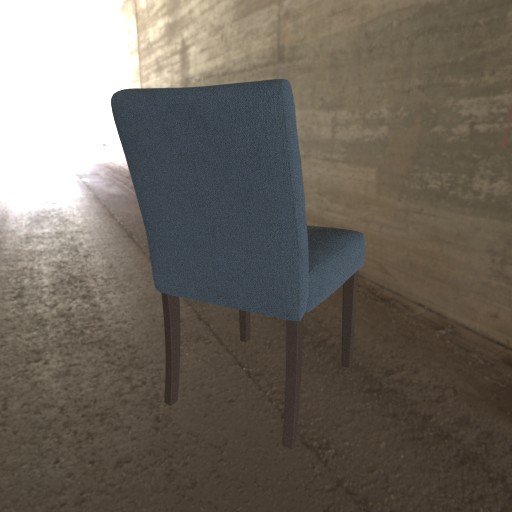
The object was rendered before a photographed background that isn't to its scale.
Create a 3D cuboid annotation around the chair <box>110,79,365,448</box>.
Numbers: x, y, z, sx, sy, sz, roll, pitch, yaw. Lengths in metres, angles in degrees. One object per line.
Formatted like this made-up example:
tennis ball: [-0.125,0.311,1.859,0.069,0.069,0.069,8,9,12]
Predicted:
chair: [0.000,0.000,1.273,0.487,0.882,0.629,8,18,27]
